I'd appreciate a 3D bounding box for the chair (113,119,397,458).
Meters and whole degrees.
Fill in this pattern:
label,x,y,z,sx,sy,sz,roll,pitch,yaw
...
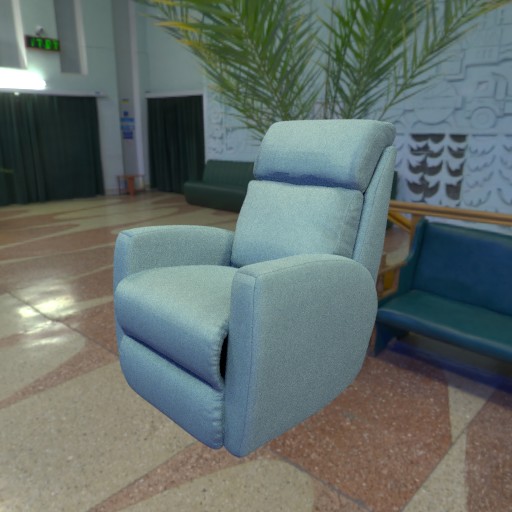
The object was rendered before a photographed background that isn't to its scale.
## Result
label,x,y,z,sx,sy,sz,roll,pitch,yaw
chair,0.000,0.000,1.704,0.940,1.013,0.812,-15,22,-43
